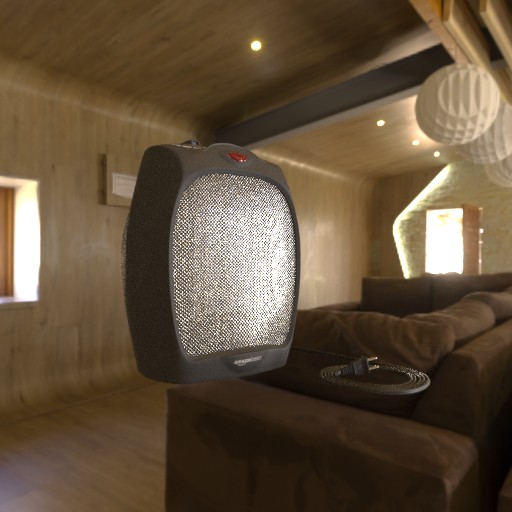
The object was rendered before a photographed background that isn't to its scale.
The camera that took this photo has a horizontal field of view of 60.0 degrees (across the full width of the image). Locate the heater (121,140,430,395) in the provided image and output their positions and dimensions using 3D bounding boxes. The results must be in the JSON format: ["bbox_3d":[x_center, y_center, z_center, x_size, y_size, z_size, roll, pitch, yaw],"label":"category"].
[{"bbox_3d":[0.000,0.000,0.460,0.239,0.240,0.291,0,-1,-36],"label":"heater"}]
